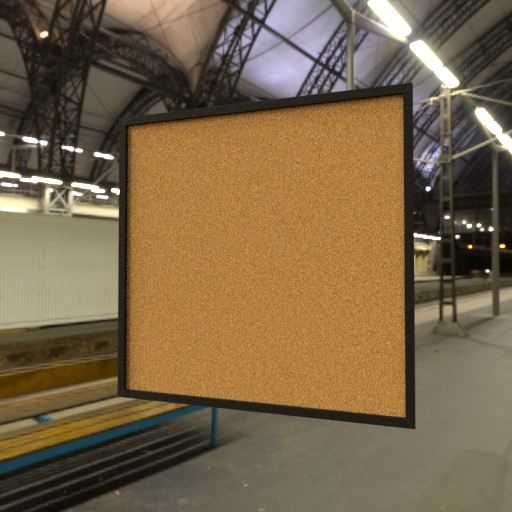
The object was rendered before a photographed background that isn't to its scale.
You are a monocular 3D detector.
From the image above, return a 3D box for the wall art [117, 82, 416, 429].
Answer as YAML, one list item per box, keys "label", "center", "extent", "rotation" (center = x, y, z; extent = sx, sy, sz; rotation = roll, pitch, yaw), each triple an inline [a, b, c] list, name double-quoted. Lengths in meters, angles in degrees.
- label: "wall art"
  center: [0.000, 0.000, 0.455]
  extent: [0.305, 0.305, 0.037]
  rotation: [0, -1, 18]
